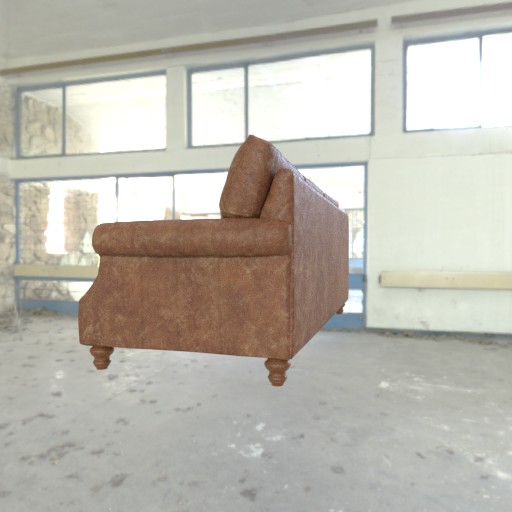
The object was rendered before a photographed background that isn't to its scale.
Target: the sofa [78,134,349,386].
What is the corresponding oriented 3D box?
[{"bbox_3d":[0.000,0.000,2.823,0.973,0.977,2.351,0,1,17],"label":"sofa"}]
